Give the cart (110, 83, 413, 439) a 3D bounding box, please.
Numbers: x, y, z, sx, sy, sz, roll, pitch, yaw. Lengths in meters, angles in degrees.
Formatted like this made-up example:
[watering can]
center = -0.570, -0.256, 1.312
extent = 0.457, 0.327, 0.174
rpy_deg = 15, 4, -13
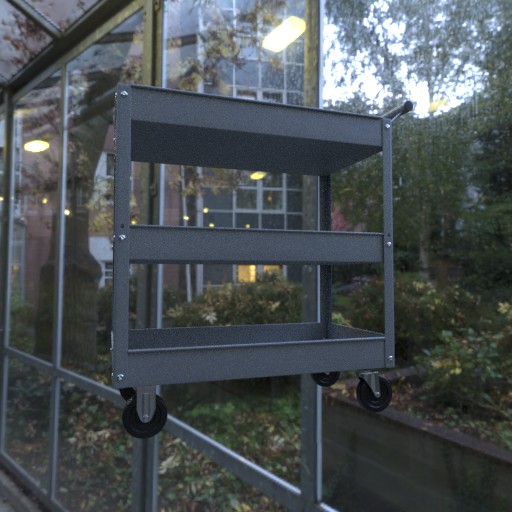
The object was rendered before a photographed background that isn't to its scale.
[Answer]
[cart]
center = 0.000, 0.000, 1.166
extent = 0.719, 0.780, 0.366
rpy_deg = 1, -3, -18
